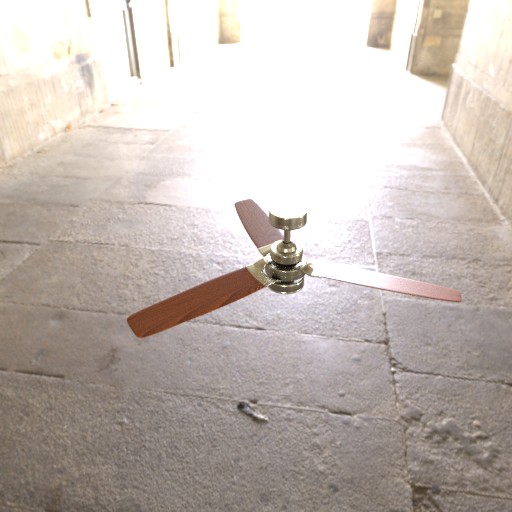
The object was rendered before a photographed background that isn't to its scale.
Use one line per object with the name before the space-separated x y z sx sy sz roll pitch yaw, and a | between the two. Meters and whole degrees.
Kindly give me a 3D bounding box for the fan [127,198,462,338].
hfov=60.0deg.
fan | 0.000 0.000 2.041 1.271 0.410 1.416 -21 37 -30
